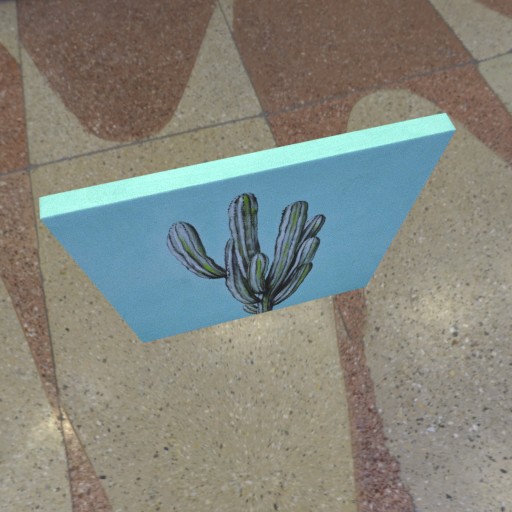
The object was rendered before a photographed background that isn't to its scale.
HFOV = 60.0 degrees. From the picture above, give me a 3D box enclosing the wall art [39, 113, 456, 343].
[{"bbox_3d":[0.000,0.000,1.140,0.765,0.766,0.054,-13,64,-7],"label":"wall art"}]
